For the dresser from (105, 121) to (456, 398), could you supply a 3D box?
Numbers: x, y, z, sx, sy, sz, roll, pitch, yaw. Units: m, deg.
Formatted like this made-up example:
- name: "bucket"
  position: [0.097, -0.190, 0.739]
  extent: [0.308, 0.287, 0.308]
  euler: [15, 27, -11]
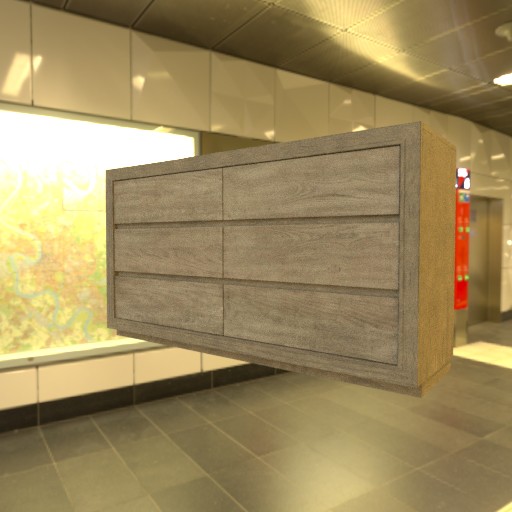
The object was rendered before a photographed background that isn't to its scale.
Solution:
- name: "dresser"
  position: [0.000, 0.000, 2.068]
  extent: [1.628, 0.889, 0.483]
  euler: [2, 3, 36]
